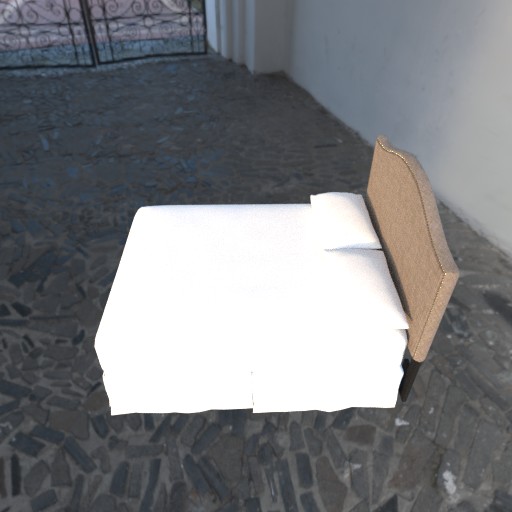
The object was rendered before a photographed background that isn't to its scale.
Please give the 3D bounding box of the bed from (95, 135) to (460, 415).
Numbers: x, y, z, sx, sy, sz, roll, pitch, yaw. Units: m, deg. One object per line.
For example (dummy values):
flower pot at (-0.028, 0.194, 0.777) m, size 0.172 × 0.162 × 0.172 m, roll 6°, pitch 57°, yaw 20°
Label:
bed at (0.000, 0.000, 3.305) m, size 2.153 × 1.518 × 1.713 m, roll -1°, pitch 41°, yaw -1°
